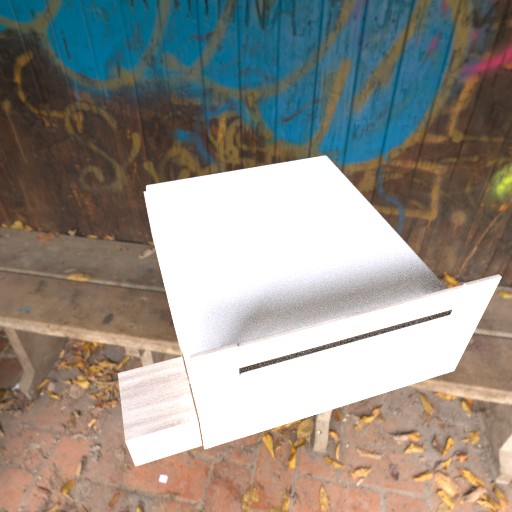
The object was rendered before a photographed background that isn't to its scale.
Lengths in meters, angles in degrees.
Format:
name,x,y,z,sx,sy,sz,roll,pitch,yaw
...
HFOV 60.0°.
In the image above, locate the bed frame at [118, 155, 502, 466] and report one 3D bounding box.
name,x,y,z,sx,sy,sz,roll,pitch,yaw
bed frame,0.000,0.000,3.101,2.040,0.860,2.050,-12,43,-14
